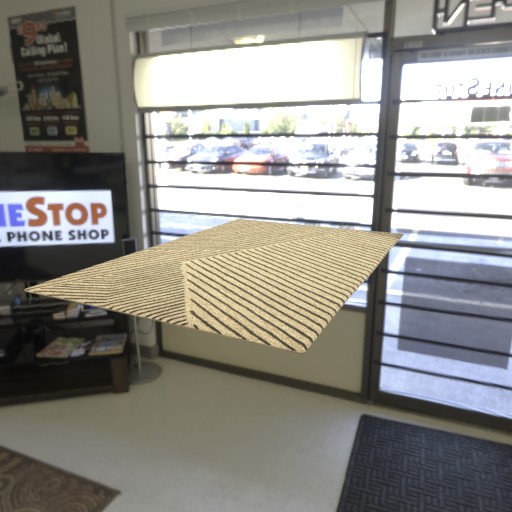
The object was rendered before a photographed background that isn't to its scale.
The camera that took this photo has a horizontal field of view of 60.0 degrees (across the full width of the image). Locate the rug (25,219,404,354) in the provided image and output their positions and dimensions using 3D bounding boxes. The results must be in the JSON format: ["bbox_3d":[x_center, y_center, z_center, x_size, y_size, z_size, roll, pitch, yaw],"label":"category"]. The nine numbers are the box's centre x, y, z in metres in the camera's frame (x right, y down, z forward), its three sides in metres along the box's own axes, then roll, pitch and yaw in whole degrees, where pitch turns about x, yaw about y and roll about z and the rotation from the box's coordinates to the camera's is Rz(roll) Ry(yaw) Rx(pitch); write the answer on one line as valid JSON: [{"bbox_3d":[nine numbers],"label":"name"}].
[{"bbox_3d":[0.000,0.000,2.360,1.237,0.019,1.842,7,17,26],"label":"rug"}]
